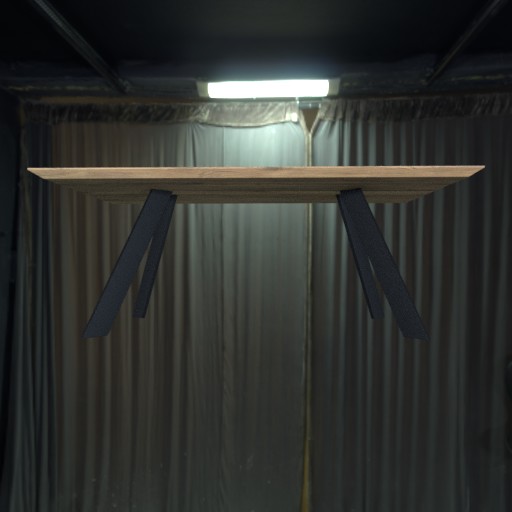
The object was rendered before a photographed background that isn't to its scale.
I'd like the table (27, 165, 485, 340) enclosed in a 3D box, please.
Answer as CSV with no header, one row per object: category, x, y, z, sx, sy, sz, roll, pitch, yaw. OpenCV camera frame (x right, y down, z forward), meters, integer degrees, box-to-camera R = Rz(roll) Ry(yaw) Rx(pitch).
table,0.000,0.000,2.433,2.000,0.770,1.000,0,-1,1
